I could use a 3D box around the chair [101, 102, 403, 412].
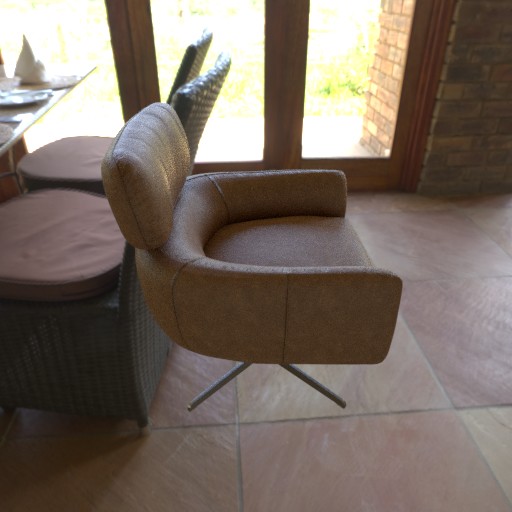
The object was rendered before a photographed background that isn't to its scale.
[{"bbox_3d":[0.000,0.000,1.337,0.715,0.812,0.706,-1,31,-1],"label":"chair"}]
